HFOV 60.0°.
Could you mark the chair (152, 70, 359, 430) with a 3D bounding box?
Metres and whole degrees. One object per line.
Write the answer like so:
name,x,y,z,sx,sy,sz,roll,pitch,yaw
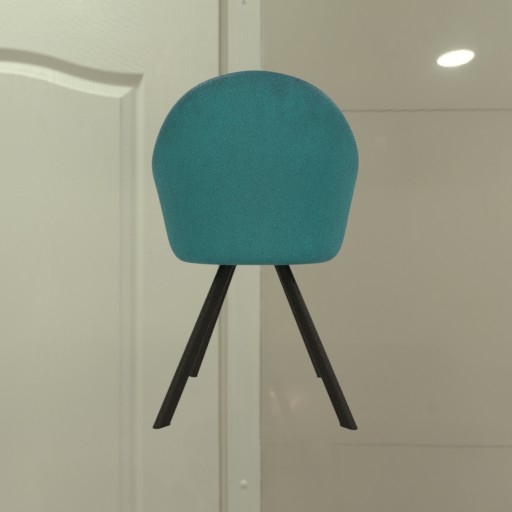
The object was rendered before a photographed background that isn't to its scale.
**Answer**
chair,0.000,0.000,1.193,0.540,0.780,0.570,0,-1,1
